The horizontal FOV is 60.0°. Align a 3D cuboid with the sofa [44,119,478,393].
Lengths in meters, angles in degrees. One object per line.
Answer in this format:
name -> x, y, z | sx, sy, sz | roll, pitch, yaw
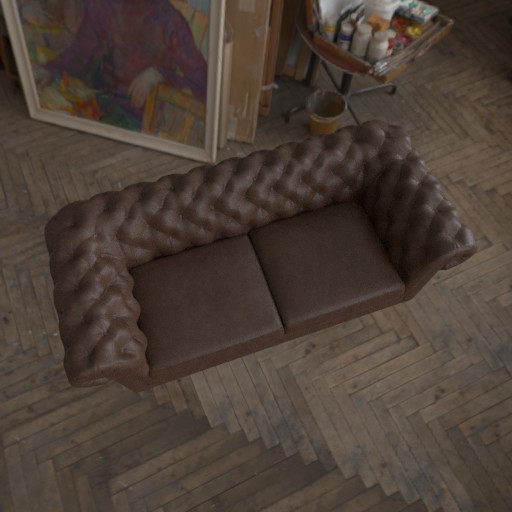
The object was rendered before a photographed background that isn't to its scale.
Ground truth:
sofa -> 0.000, 0.000, 2.497 | 2.048, 0.784, 0.955 | -17, 65, -8
